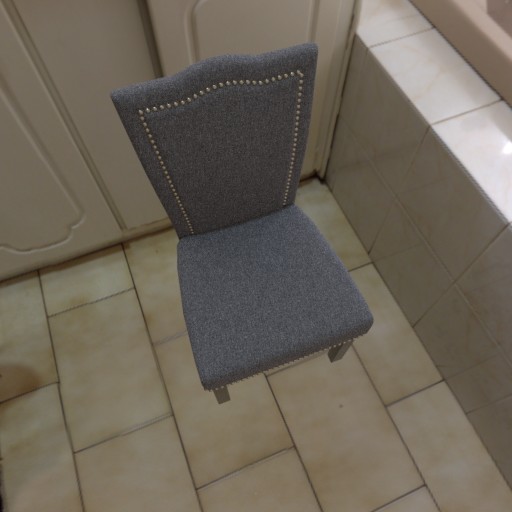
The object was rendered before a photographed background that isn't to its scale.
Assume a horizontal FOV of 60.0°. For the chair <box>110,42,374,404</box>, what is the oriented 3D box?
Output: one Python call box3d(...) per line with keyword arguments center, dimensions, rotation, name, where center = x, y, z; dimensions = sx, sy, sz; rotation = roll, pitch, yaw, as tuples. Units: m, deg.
box3d(center=(0.000, 0.000, 1.286), dimensions=(0.518, 0.946, 0.589), rotation=(-18, 63, -9), name="chair")
